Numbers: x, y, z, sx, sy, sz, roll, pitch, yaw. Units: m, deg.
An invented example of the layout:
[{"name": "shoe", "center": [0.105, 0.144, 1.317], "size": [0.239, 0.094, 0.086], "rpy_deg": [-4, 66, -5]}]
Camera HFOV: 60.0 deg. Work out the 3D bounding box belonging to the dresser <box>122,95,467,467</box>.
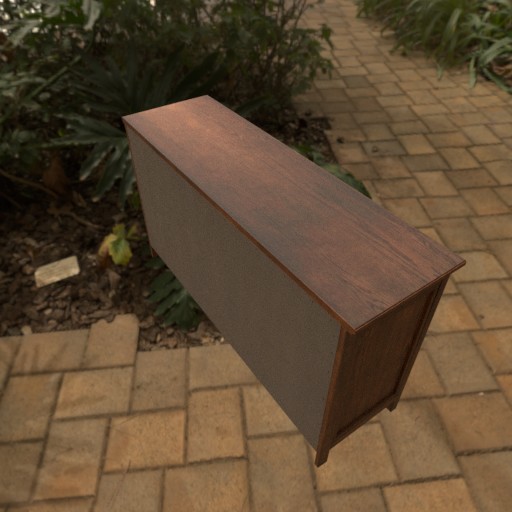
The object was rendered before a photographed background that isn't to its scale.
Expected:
[{"name": "dresser", "center": [0.000, 0.000, 1.983], "size": [0.463, 0.856, 1.551], "rpy_deg": [-25, 47, -25]}]
